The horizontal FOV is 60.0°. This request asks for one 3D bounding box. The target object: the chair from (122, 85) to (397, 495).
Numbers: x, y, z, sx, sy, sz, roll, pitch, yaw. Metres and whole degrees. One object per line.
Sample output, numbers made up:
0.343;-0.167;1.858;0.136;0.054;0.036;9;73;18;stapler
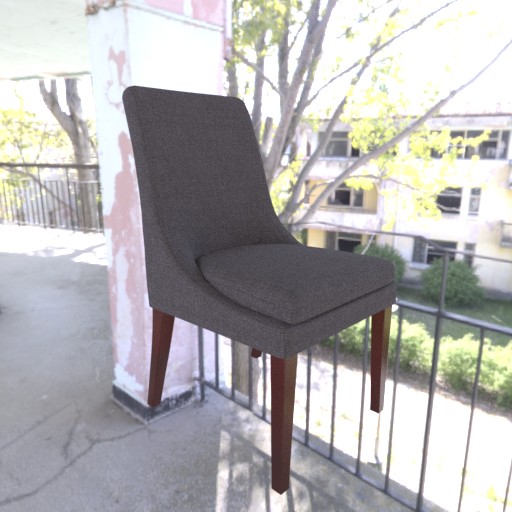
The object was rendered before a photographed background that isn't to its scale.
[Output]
0.000;0.000;1.293;0.655;0.952;0.508;13;18;42;chair
